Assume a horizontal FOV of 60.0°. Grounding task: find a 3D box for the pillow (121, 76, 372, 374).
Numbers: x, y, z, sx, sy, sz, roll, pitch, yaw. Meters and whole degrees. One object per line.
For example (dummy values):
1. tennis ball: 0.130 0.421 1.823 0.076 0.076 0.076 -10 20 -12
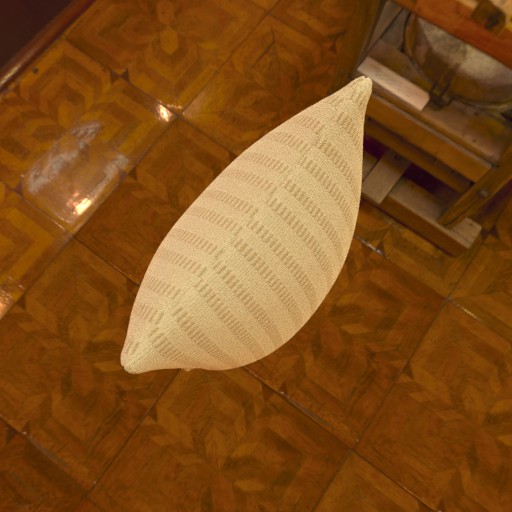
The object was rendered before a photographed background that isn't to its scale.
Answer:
1. pillow: 0.000 0.000 0.685 0.247 0.419 0.438 37 79 9
